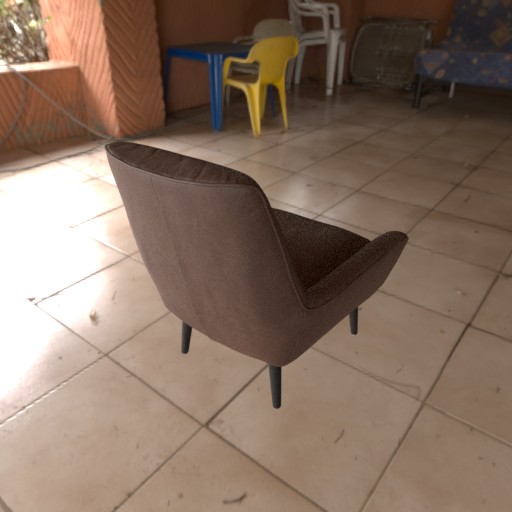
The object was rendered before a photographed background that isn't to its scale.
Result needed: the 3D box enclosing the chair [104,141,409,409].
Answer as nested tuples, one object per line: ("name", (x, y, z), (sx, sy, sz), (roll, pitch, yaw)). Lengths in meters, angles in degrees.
("chair", (0.000, 0.000, 1.533), (0.787, 0.888, 0.824), (21, 37, 31))
